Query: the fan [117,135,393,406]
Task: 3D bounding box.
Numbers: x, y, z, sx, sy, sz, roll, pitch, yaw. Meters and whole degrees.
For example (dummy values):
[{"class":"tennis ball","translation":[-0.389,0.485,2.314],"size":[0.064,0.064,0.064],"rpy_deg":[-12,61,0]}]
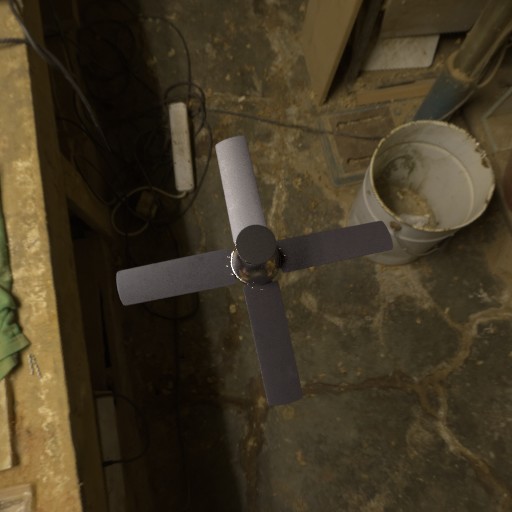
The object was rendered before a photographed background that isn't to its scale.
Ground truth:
[{"class":"fan","translation":[0.000,0.000,2.030],"size":[1.332,0.403,1.332],"rpy_deg":[-11,76,-3]}]
